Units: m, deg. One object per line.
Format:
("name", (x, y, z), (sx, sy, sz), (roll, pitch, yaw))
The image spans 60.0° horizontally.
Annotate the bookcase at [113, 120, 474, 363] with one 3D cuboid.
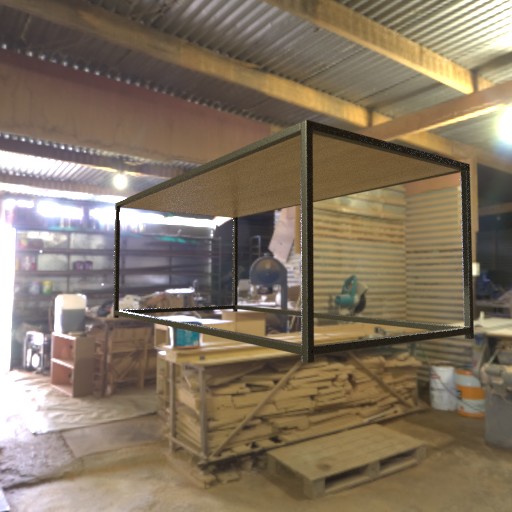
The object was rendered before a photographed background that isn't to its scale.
("bookcase", (0.000, 0.000, 1.273), (0.500, 0.400, 1.000), (2, -3, -35))
